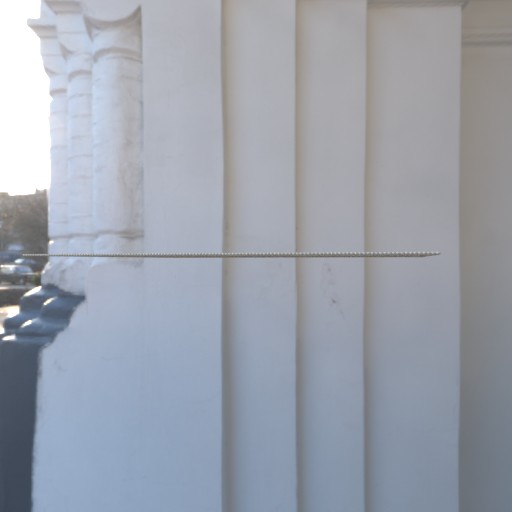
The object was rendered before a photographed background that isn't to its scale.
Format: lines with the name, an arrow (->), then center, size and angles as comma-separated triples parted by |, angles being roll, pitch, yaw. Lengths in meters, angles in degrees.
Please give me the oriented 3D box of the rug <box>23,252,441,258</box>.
rug -> 0.000, 0.000, 4.140 | 3.048, 0.013, 2.438 | 0, -1, 18
